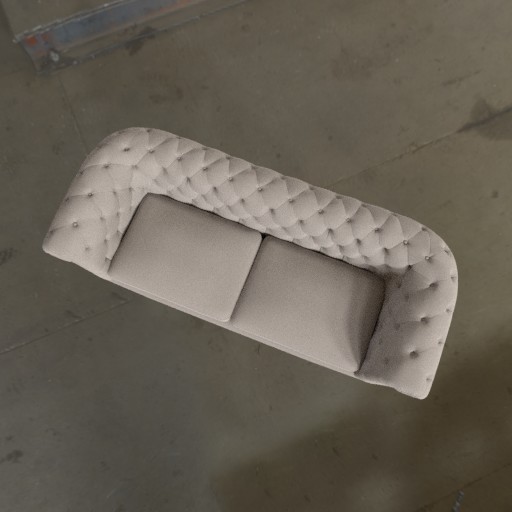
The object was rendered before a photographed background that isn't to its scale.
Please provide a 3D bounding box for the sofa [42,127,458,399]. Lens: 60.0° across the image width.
[{"bbox_3d":[0.000,0.000,2.892,2.411,0.749,0.991,21,77,5],"label":"sofa"}]
